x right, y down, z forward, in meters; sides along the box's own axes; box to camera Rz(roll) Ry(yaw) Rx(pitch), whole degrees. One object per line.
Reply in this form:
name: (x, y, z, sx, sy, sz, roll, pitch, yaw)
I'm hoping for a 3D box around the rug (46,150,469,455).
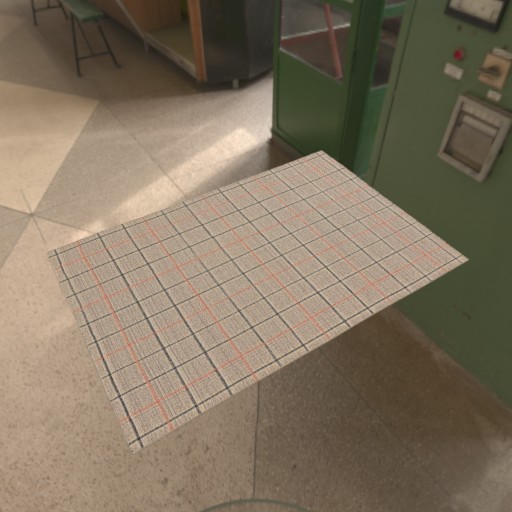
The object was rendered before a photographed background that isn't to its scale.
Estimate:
rug: (0.000, 0.000, 2.302, 1.829, 0.013, 1.220, -24, 50, -22)
